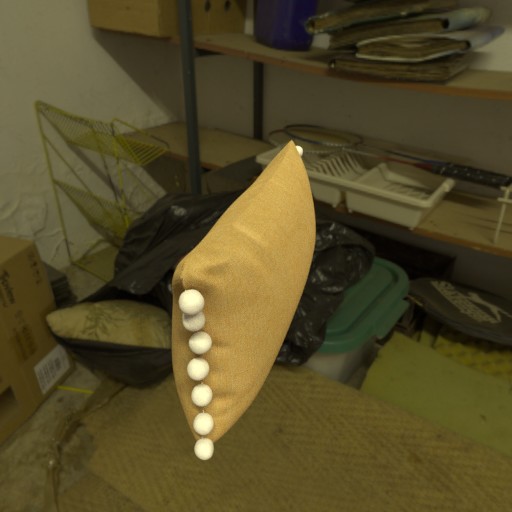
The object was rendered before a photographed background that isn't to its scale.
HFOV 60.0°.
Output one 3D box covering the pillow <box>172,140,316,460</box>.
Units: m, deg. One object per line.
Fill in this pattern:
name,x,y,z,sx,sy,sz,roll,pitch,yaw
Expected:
pillow,0.000,0.000,0.852,0.201,0.322,0.709,7,29,13
